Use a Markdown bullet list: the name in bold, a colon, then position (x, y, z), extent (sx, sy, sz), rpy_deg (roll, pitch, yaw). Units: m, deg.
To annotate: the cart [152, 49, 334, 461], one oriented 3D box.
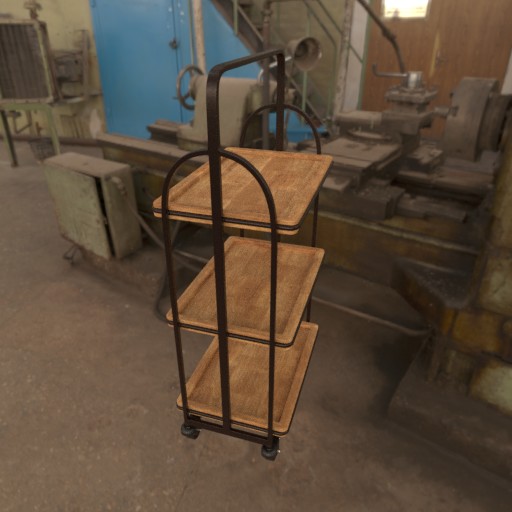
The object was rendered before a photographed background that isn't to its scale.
- **cart**: position (0.000, 0.000, 1.207), extent (0.327, 1.001, 0.553), rpy_deg (9, 30, 15)
